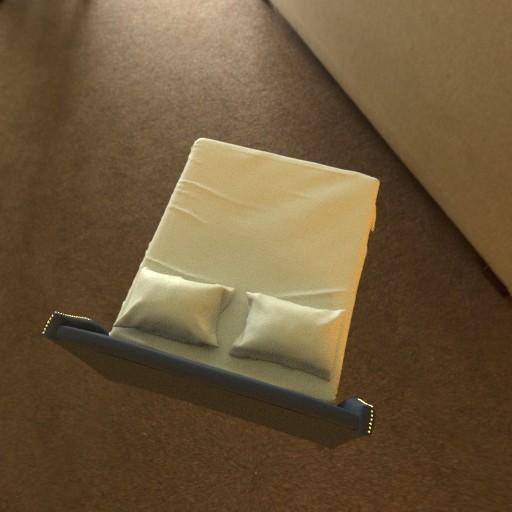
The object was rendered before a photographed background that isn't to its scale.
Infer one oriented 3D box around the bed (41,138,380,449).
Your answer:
[{"bbox_3d":[0.000,0.000,3.441,1.925,1.332,2.276,15,65,7],"label":"bed"}]
